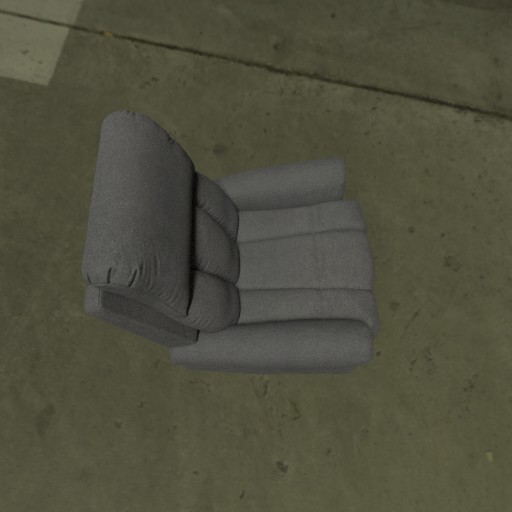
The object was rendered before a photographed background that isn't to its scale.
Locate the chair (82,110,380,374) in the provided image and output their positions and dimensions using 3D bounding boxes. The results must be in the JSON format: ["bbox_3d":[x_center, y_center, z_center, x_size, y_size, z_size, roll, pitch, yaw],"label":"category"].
[{"bbox_3d":[0.000,0.000,1.716,0.979,1.031,0.871,-2,64,-1],"label":"chair"}]
